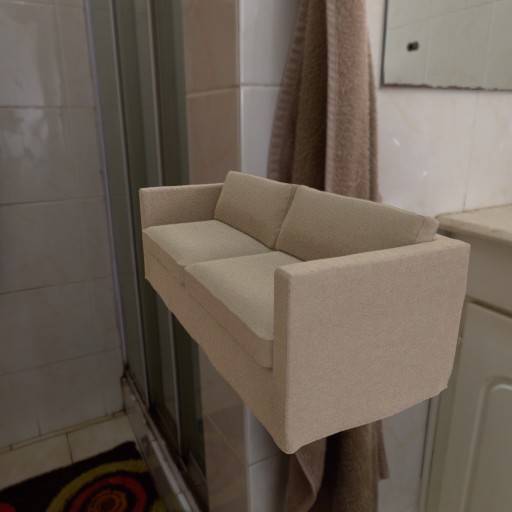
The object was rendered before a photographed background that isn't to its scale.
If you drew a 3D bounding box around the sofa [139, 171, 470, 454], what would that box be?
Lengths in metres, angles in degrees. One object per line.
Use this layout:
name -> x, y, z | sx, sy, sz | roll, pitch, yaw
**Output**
sofa -> 0.000, 0.000, 2.756 | 0.962, 0.853, 2.312 | -8, 19, -26
